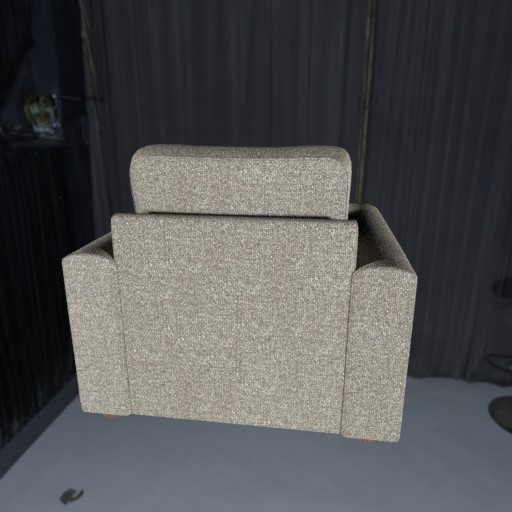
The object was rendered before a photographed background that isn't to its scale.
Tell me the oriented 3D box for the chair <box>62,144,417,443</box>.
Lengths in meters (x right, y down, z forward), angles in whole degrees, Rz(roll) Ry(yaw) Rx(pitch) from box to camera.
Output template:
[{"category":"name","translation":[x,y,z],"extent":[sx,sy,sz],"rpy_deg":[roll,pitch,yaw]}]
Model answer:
[{"category":"chair","translation":[0.000,0.000,1.726],"extent":[1.005,0.873,1.016],"rpy_deg":[2,17,8]}]
